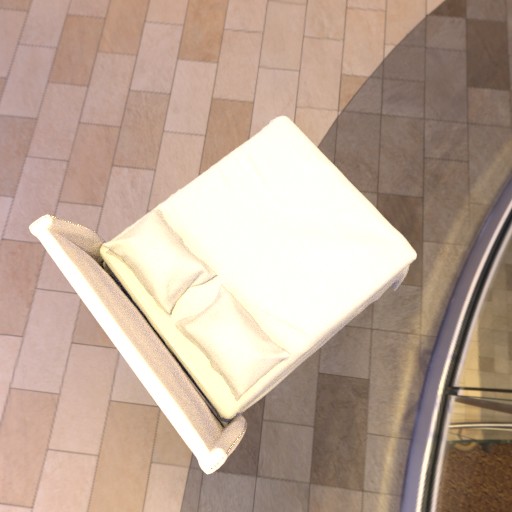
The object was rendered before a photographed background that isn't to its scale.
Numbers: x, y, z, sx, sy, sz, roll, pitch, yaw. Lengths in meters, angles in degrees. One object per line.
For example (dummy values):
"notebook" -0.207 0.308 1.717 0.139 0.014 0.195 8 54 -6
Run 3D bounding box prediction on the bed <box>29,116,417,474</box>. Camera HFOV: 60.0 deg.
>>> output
"bed" 0.000 0.000 3.468 2.276 1.332 1.925 -38 78 -10
